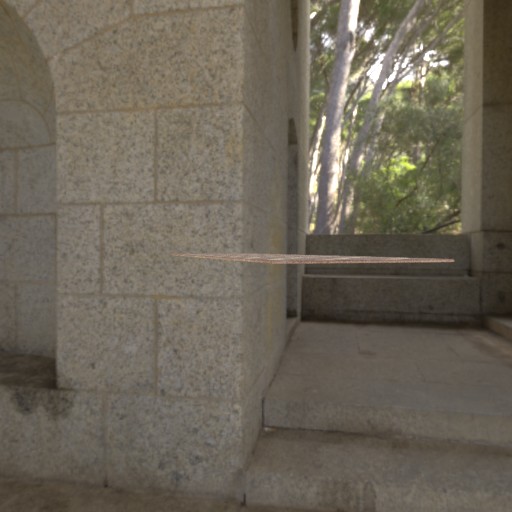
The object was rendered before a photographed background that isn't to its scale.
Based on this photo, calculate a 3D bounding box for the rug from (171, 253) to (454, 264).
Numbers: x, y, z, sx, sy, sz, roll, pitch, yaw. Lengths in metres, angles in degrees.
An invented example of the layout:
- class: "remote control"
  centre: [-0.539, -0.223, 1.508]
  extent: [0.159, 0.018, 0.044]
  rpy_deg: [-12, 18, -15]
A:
- class: "rug"
  centre: [0.000, 0.000, 2.622]
  extent: [0.685, 0.013, 2.437]
  rpy_deg: [0, 1, -18]
